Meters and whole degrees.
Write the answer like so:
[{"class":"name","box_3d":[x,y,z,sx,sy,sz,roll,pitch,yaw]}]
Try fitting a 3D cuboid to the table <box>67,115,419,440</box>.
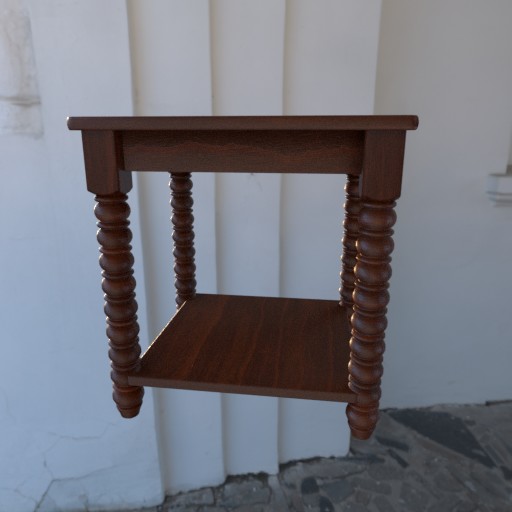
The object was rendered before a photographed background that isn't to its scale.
[{"class":"table","box_3d":[0.000,0.000,0.966,0.533,0.567,0.500,2,16,8]}]
